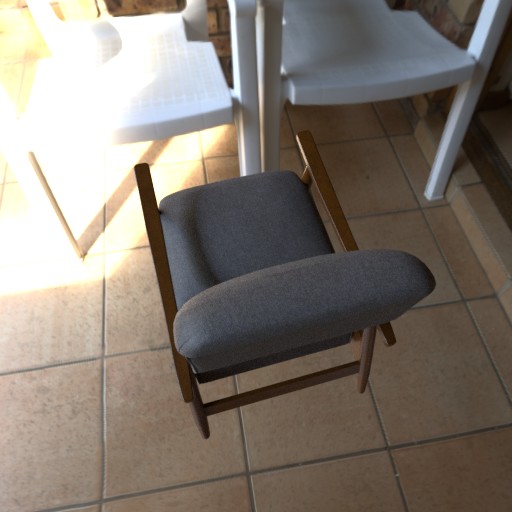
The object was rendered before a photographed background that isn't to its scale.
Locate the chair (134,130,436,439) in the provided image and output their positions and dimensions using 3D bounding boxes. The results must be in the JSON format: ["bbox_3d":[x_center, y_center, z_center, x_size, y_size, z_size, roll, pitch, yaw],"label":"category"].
[{"bbox_3d":[0.000,0.000,1.688,0.762,1.081,1.014,-13,59,-8],"label":"chair"}]
